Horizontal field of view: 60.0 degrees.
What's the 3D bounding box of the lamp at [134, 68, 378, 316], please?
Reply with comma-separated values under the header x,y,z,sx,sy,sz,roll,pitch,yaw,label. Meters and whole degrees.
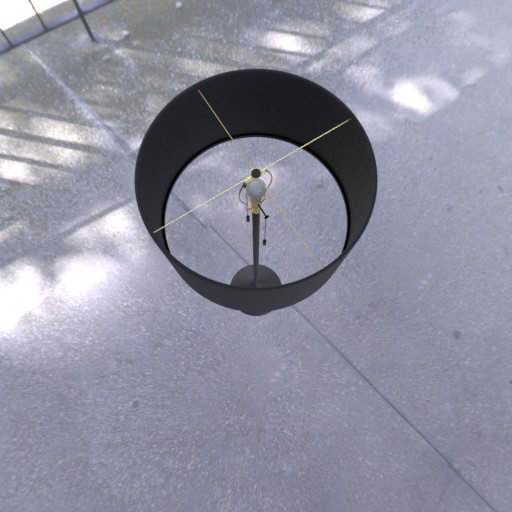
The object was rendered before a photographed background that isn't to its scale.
x,y,z,sx,sy,sz,roll,pitch,yaw,label
0.000,0.000,1.790,0.580,1.526,0.580,-31,77,-8,lamp
